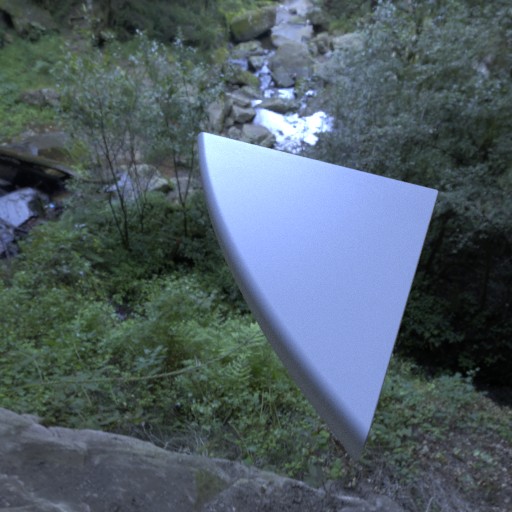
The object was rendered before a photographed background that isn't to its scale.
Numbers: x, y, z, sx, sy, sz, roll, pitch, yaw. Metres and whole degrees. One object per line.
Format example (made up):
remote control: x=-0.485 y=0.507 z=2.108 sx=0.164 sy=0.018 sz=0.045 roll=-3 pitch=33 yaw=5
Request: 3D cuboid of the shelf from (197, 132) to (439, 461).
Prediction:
shelf: x=0.000 y=0.000 z=0.460 sx=0.310 sy=0.050 sz=0.310 roll=18 pitch=49 yaw=16
